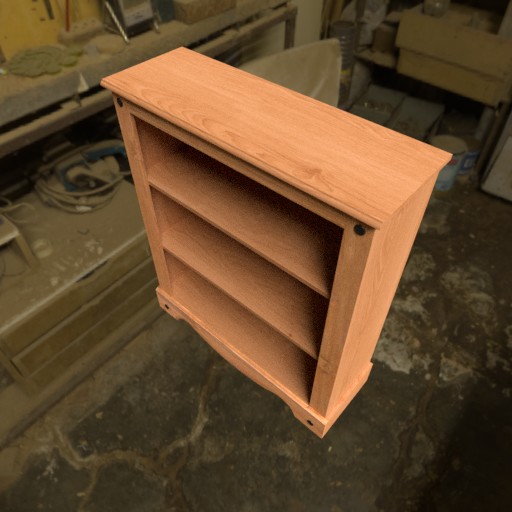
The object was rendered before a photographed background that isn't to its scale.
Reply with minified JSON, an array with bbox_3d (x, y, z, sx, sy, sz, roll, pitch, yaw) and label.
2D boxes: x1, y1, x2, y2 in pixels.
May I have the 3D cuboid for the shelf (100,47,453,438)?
[{"bbox_3d":[0.000,0.000,1.399,0.840,0.980,0.291,33,55,27],"label":"shelf"}]
